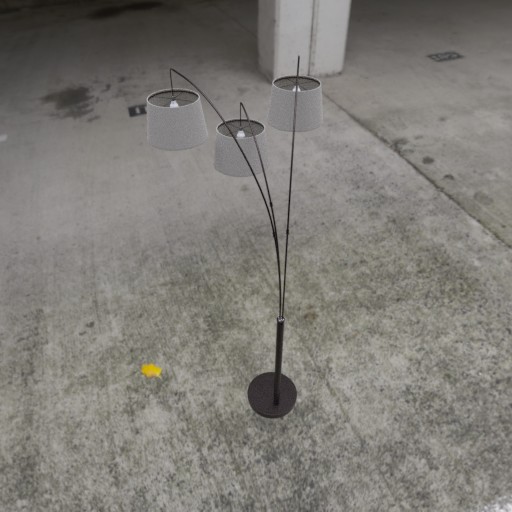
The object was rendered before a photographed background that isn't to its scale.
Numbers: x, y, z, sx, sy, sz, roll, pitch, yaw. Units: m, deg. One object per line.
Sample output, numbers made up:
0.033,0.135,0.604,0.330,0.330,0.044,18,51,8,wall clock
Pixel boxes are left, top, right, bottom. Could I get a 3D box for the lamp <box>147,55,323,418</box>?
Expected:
0.000,0.000,2.525,0.951,1.950,0.924,-12,41,-14,lamp
